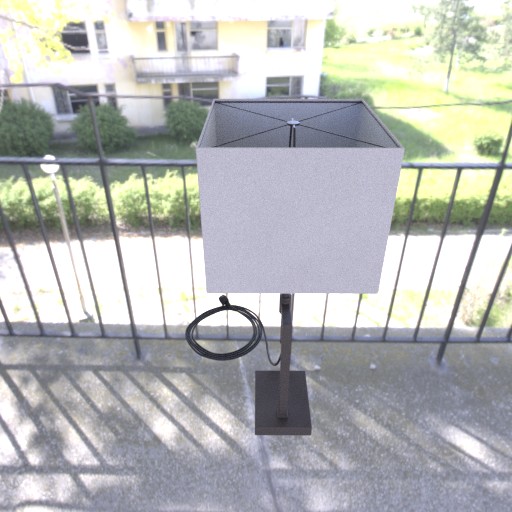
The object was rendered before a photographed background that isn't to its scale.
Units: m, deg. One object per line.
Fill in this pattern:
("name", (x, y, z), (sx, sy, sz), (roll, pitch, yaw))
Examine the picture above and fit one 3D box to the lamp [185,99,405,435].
("lamp", (0.000, 0.000, 0.980), (0.399, 0.660, 0.504), (0, 32, 0))
